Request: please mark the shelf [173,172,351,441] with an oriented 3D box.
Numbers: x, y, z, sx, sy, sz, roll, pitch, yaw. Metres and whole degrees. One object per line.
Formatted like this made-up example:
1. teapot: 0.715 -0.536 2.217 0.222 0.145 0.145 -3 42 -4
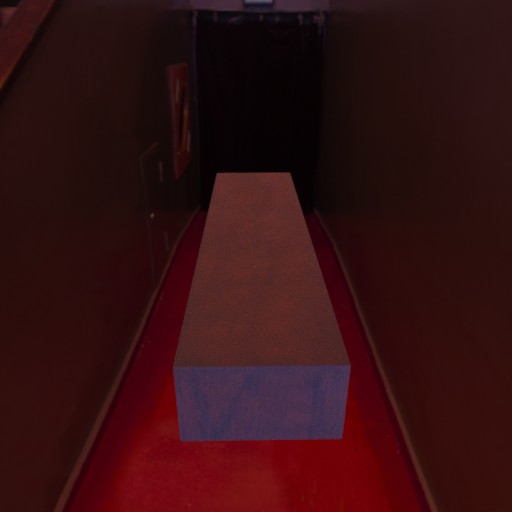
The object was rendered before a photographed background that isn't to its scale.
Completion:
1. shelf: 0.000 0.000 0.669 0.152 0.088 0.607 0 26 -1
